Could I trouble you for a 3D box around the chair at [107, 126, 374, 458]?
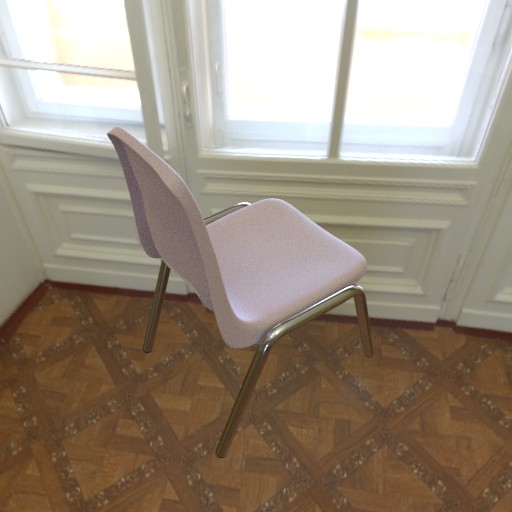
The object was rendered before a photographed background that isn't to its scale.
[{"bbox_3d":[0.000,0.000,0.845,0.423,0.586,0.354,-26,47,-27],"label":"chair"}]
